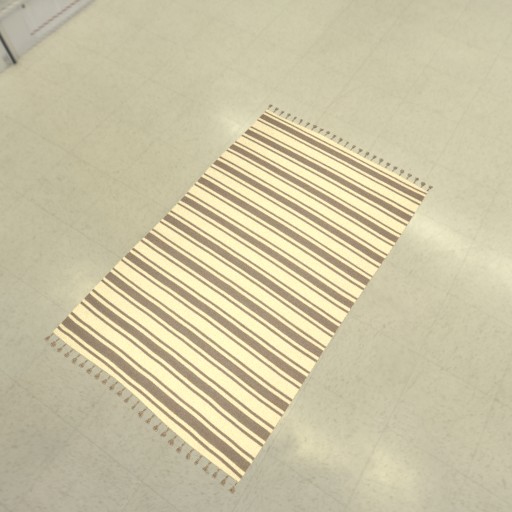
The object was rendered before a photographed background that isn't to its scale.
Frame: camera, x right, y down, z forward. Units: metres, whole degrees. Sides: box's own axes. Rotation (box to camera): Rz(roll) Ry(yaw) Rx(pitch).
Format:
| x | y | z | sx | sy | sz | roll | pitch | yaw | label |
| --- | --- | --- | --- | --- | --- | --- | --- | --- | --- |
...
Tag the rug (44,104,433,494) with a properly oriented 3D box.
| x | y | z | sx | sy | sz | roll | pitch | yaw | label |
| --- | --- | --- | --- | --- | --- | --- | --- | --- | --- |
| 0.000 | 0.000 | 2.529 | 1.229 | 0.011 | 2.096 | 32 | 67 | 16 | rug |
